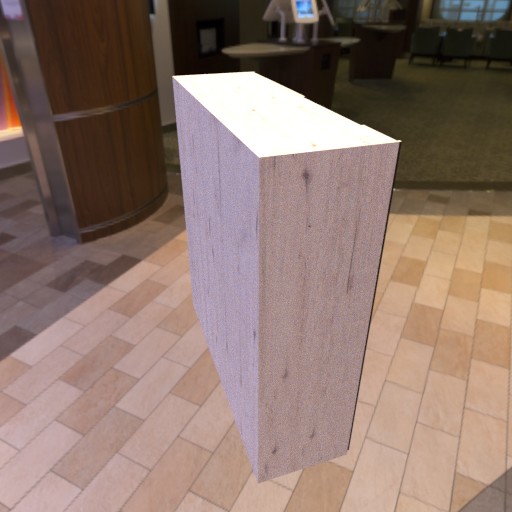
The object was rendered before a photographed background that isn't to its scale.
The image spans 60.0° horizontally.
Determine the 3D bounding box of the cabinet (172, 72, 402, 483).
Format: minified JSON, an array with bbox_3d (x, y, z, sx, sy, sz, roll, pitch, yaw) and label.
[{"bbox_3d":[0.000,0.000,3.214,0.660,2.180,2.000,-10,33,-16],"label":"cabinet"}]
